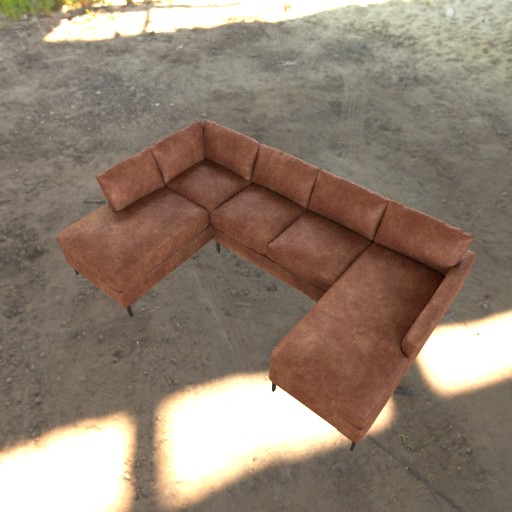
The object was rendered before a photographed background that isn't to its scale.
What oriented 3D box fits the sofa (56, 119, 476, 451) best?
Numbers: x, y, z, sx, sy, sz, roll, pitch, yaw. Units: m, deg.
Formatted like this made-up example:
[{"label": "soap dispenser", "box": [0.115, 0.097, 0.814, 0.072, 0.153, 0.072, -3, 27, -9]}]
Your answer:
[{"label": "sofa", "box": [0.000, 0.000, 3.759, 2.956, 0.900, 1.939, 30, 53, 26]}]
